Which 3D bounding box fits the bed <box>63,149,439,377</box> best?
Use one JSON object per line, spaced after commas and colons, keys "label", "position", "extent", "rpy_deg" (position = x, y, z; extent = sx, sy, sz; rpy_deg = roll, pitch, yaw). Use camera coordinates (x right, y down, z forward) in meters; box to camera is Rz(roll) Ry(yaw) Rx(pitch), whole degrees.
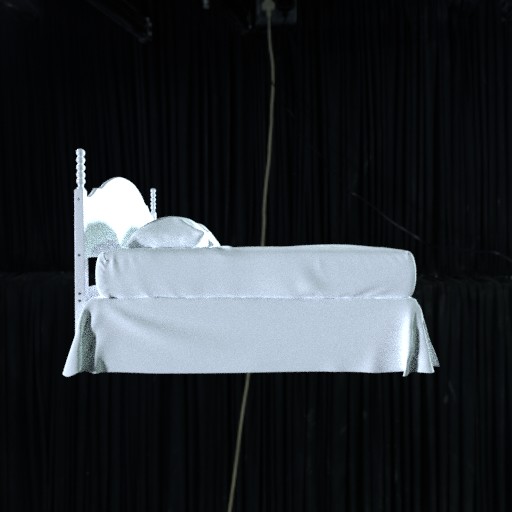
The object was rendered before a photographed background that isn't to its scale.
{"label": "bed", "position": [0.000, 0.000, 3.658], "extent": [2.219, 1.355, 2.322], "rpy_deg": [0, 1, 0]}
